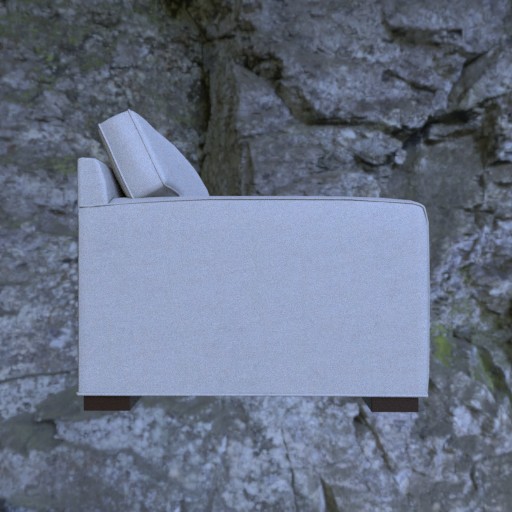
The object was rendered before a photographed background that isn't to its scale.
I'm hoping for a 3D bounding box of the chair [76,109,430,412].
[{"bbox_3d":[0.000,0.000,1.779,1.043,0.913,0.998,0,0,1],"label":"chair"}]
